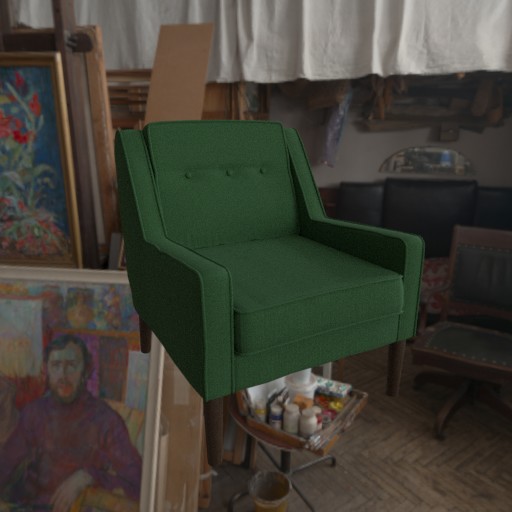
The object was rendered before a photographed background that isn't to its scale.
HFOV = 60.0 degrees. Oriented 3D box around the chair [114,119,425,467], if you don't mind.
[{"bbox_3d":[0.000,0.000,1.346,0.663,0.792,0.743,-9,19,-27],"label":"chair"}]
